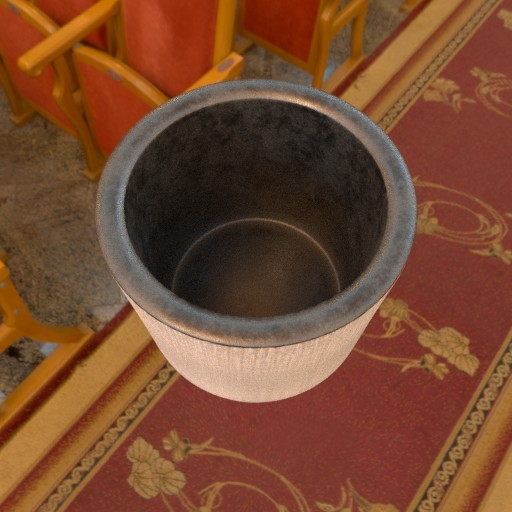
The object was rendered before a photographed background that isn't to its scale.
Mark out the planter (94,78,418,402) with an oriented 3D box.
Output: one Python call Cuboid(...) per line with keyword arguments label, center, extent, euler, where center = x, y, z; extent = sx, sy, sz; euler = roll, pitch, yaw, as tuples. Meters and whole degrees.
Cuboid(label="planter", center=(0.000, 0.000, 0.219), extent=(0.125, 0.112, 0.125), euler=(0, 63, 0))
